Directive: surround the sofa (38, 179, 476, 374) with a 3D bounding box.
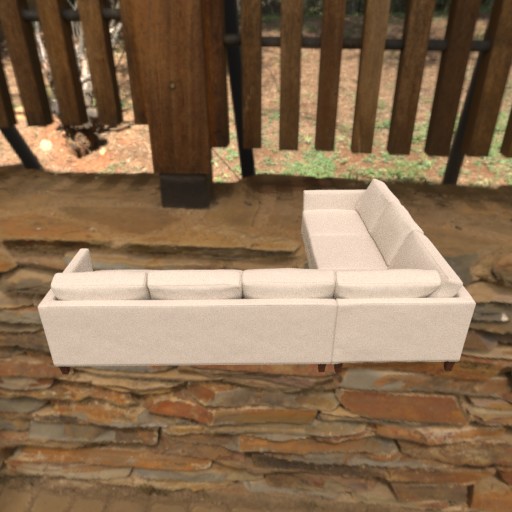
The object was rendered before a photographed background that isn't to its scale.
[{"bbox_3d":[0.000,0.000,4.361,3.182,0.863,2.432,0,28,-1],"label":"sofa"}]
